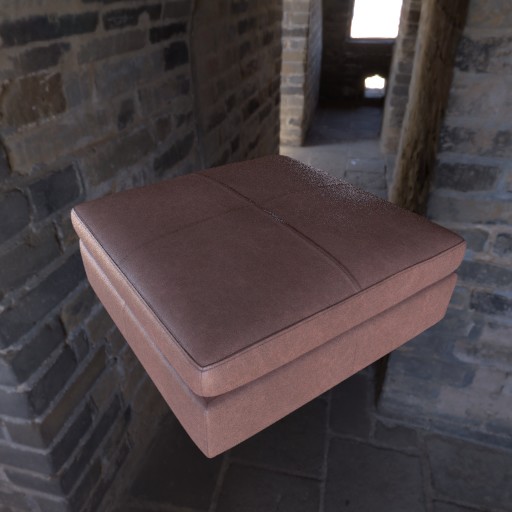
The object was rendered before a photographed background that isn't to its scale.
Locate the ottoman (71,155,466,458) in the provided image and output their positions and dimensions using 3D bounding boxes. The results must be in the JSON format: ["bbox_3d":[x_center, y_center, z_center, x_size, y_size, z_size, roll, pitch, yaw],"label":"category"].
[{"bbox_3d":[0.000,0.000,1.831,1.168,0.490,1.168,-20,38,-29],"label":"ottoman"}]
